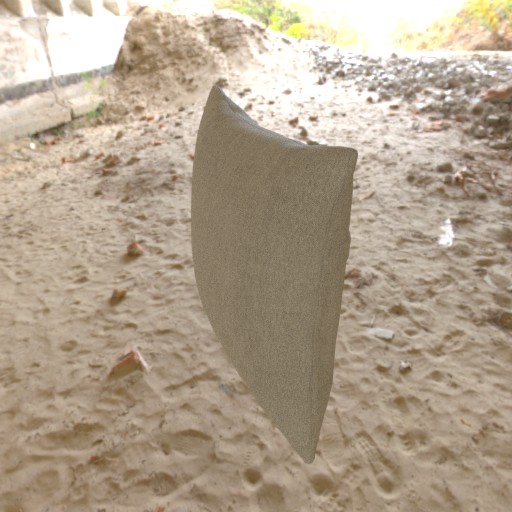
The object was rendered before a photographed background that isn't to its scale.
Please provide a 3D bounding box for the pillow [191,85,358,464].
[{"bbox_3d":[0.000,0.000,0.677,0.173,0.436,0.433,-11,31,-19],"label":"pillow"}]
